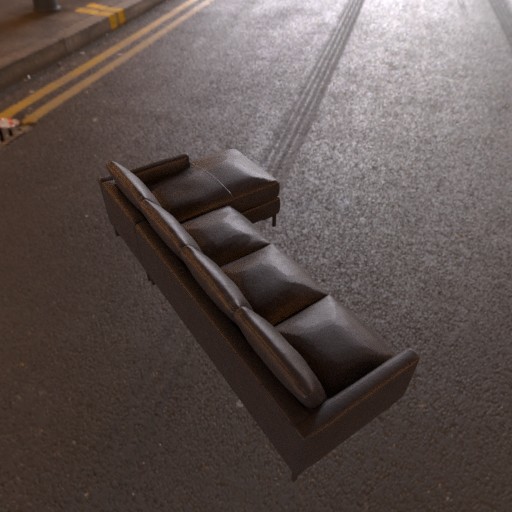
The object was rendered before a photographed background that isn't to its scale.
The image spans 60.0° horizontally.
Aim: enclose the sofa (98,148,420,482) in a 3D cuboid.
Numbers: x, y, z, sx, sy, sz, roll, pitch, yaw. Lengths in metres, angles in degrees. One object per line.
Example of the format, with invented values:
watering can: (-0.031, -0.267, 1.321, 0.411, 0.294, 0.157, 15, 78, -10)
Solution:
sofa: (0.000, 0.000, 3.582, 1.471, 0.859, 2.993, -25, 48, -25)
